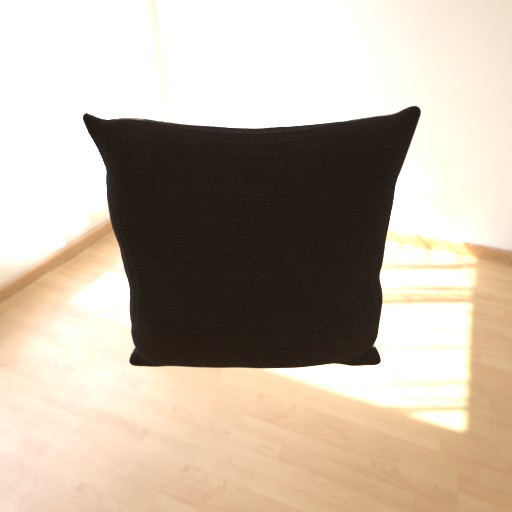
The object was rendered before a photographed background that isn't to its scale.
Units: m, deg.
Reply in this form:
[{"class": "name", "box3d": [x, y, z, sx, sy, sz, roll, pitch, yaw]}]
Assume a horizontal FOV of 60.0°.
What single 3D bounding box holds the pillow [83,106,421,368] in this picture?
[{"class": "pillow", "box3d": [0.000, 0.000, 0.673, 0.440, 0.441, 0.182, -1, 31, -1]}]
